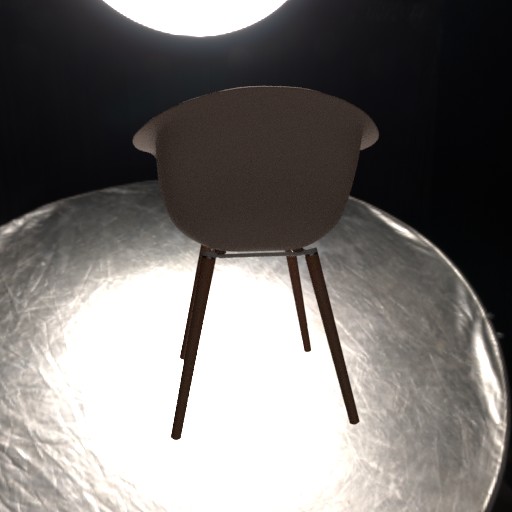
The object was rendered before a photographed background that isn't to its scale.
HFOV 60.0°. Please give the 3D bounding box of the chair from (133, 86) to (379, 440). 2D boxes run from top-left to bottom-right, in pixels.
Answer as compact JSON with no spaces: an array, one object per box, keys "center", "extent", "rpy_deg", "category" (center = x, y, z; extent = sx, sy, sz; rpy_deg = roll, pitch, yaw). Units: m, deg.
[{"center":[0.000,0.000,1.176],"extent":[0.593,0.781,0.504],"rpy_deg":[-2,13,-8],"category":"chair"}]
